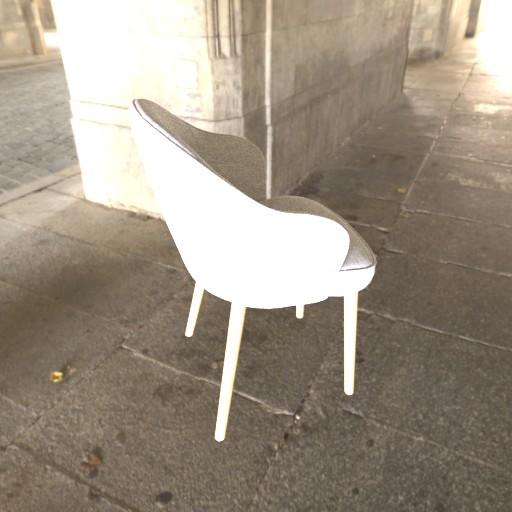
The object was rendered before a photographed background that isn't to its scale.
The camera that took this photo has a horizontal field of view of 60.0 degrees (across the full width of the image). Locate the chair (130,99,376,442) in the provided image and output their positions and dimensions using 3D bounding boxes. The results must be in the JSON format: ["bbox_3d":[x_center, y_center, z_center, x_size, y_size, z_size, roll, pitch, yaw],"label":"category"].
[{"bbox_3d":[0.000,0.000,1.155,0.530,0.800,0.540,-10,33,-16],"label":"chair"}]
